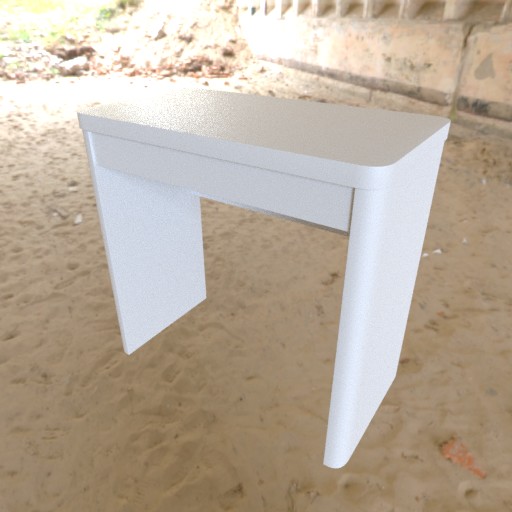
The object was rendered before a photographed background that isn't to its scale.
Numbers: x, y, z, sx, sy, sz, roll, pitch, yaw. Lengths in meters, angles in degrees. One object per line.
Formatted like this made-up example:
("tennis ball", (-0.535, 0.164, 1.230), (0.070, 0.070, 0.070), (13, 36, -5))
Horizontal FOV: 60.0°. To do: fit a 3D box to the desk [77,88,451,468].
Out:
("desk", (0.000, 0.000, 1.225), (0.790, 0.760, 0.446), (18, 34, 29))
